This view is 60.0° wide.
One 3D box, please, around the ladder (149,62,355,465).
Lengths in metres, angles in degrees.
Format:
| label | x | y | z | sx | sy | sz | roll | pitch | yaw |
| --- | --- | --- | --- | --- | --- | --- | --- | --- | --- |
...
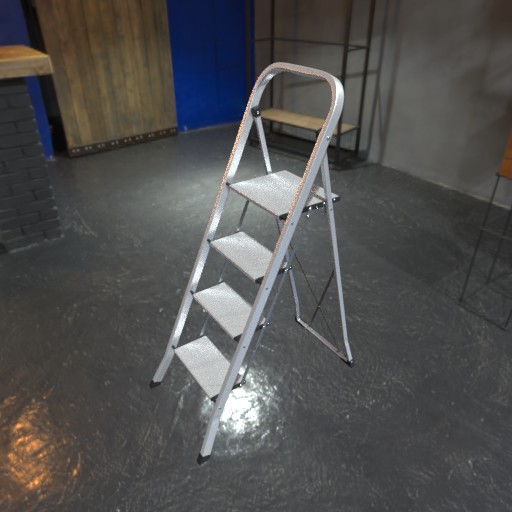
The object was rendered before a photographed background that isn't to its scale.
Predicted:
| label | x | y | z | sx | sy | sz | roll | pitch | yaw |
| --- | --- | --- | --- | --- | --- | --- | --- | --- | --- |
| ladder | 0.000 | 0.000 | 1.657 | 0.830 | 1.290 | 0.465 | -20 | 37 | -29 |
